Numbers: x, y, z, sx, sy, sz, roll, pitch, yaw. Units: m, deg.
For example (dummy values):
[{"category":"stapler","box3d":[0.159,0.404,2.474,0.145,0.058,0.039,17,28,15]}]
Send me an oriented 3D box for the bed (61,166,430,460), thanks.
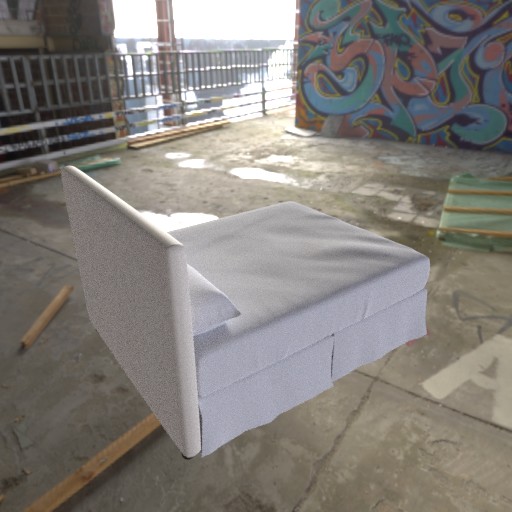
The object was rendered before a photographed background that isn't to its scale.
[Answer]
[{"category":"bed","box3d":[0.000,0.000,3.254,2.142,1.330,1.713,-18,31,-32]}]
